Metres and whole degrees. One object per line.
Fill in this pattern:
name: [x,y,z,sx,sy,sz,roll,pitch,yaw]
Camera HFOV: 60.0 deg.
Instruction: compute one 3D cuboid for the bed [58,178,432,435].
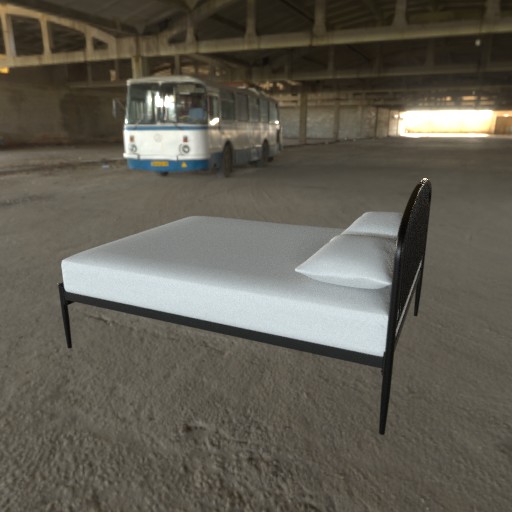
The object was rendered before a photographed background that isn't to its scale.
bed: [0.000,0.000,3.164,2.159,1.166,1.618,8,18,24]
